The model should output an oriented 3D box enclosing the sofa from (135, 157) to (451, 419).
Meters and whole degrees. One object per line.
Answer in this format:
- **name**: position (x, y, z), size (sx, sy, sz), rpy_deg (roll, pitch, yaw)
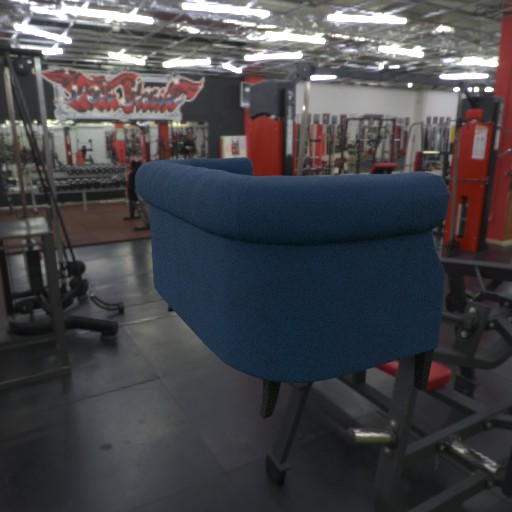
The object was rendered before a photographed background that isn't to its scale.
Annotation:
- **sofa**: position (0.000, 0.000, 2.014), size (0.835, 0.827, 1.558), rpy_deg (-8, 17, -27)
